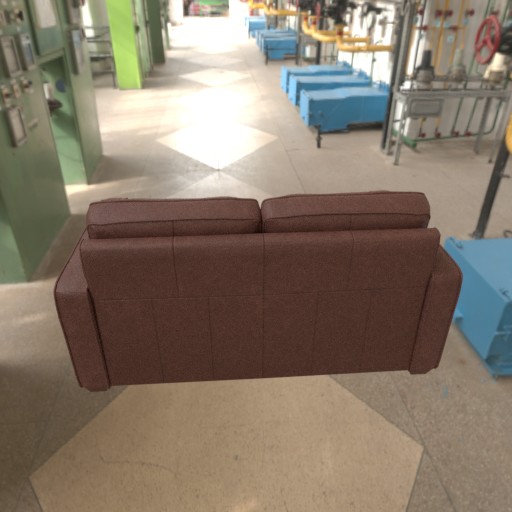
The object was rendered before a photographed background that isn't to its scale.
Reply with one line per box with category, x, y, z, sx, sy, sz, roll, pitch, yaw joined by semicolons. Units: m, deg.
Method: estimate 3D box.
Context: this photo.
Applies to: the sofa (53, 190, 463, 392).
sofa;0.000;0.000;2.264;1.709;0.918;0.947;-2;31;-3
